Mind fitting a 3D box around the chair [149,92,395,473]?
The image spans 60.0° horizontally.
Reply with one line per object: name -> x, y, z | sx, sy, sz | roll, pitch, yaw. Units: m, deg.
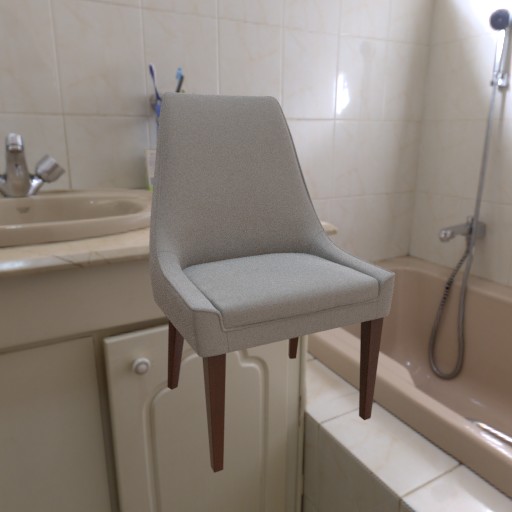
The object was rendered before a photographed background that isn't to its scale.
chair -> 0.000, 0.000, 1.201 | 0.529, 0.861, 0.544 | -7, 17, -25
